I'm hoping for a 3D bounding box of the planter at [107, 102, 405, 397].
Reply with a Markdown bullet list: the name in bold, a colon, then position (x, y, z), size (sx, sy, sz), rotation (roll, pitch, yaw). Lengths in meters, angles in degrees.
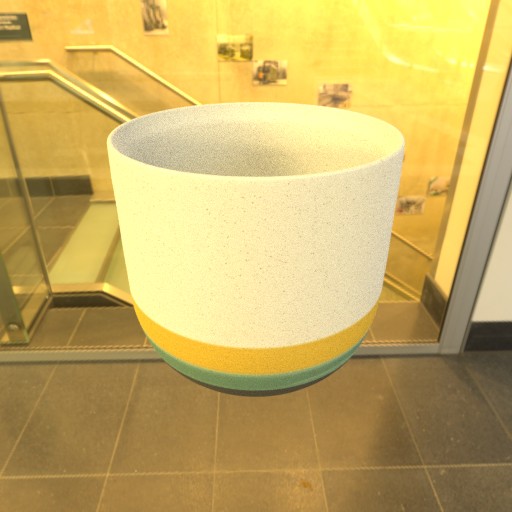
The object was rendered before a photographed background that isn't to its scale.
- **planter**: position (0.000, 0.000, 0.477), size (0.268, 0.270, 0.268), rotation (0, 30, 0)
